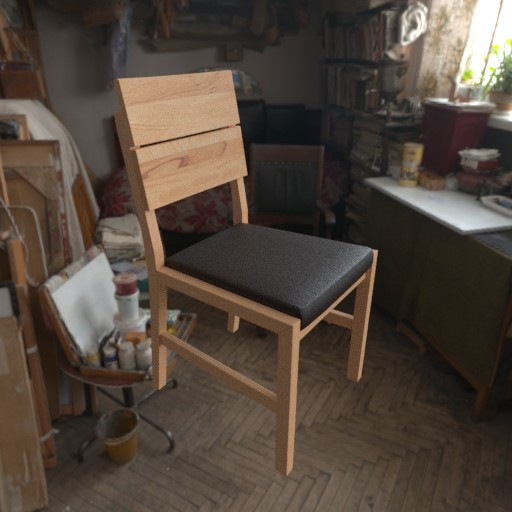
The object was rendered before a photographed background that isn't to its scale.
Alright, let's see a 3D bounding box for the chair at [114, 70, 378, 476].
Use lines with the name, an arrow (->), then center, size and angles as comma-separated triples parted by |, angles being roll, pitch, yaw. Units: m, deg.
chair -> 0.000, 0.000, 1.273 | 0.560, 0.950, 0.475 | 18, 31, 32
